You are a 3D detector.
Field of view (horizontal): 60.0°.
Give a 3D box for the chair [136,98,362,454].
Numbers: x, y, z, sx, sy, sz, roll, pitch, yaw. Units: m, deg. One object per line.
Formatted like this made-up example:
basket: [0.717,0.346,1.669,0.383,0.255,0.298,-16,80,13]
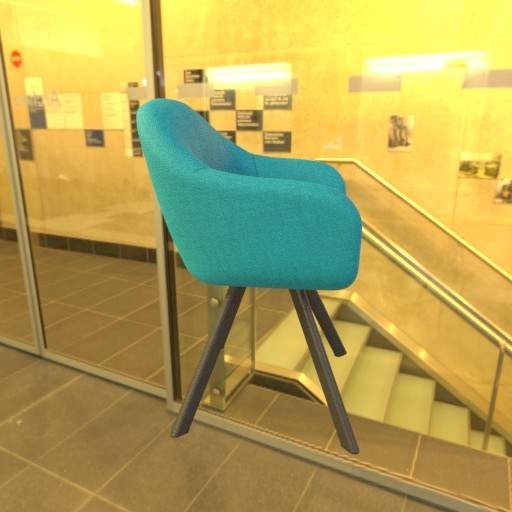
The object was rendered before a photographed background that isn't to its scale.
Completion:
chair: [0.000,0.000,1.181,0.550,0.795,0.590,2,17,7]
